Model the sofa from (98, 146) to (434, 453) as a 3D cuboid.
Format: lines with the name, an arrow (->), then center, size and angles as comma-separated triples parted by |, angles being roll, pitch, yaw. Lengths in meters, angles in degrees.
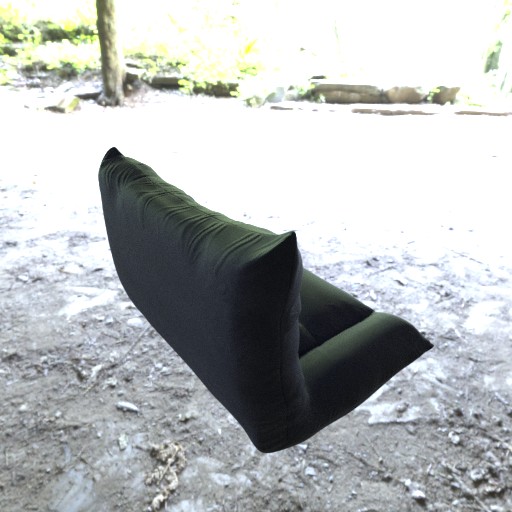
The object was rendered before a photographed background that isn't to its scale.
sofa -> 0.000, 0.000, 1.713 | 0.849, 0.778, 1.122 | -19, 33, -32
